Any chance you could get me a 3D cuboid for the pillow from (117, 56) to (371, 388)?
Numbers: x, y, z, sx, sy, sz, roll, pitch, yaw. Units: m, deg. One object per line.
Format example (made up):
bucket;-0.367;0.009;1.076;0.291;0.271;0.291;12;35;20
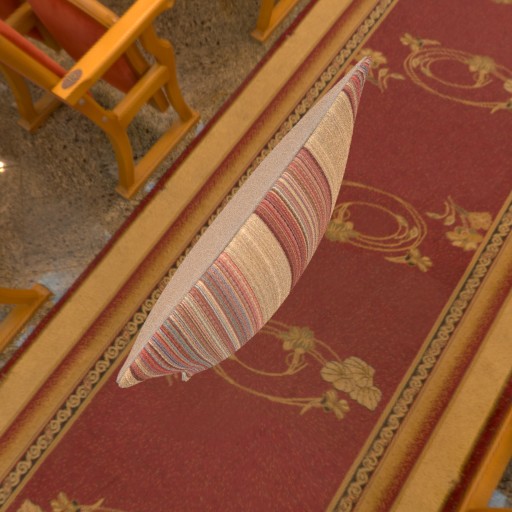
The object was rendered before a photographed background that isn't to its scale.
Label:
pillow;0.000;0.000;0.640;0.136;0.419;0.437;35;78;9
